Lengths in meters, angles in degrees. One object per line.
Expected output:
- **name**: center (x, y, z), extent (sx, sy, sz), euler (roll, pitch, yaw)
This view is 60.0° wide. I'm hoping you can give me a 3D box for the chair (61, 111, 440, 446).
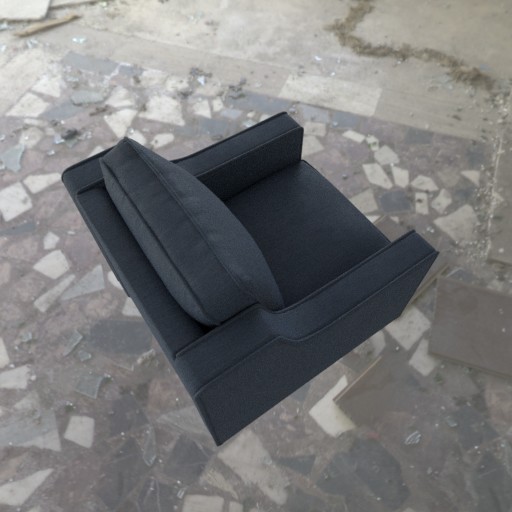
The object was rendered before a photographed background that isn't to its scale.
- **chair**: center (0.000, 0.000, 1.606), extent (0.909, 0.960, 0.831), euler (-30, 62, -18)
